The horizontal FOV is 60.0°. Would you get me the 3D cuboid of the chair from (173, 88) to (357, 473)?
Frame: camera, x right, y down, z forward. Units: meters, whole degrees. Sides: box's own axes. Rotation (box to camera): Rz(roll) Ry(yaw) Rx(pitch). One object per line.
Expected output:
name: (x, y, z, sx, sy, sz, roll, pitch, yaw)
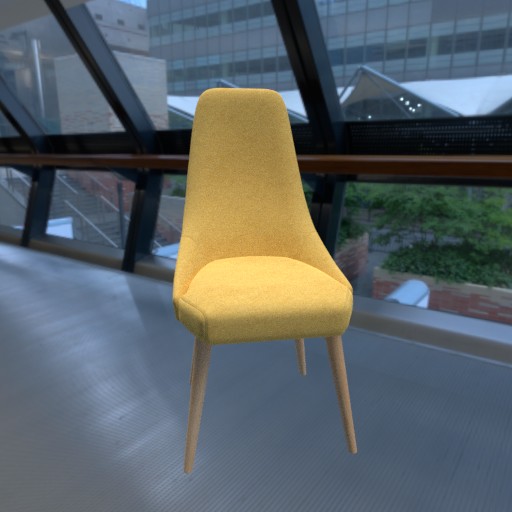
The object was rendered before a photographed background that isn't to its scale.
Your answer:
chair: (0.000, 0.000, 1.372, 0.510, 1.040, 0.660, -2, 15, -9)
